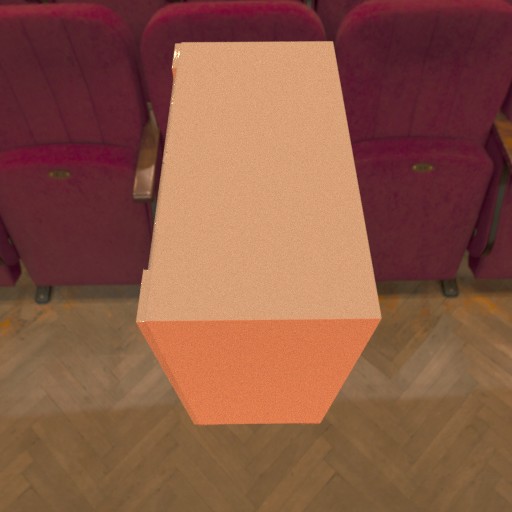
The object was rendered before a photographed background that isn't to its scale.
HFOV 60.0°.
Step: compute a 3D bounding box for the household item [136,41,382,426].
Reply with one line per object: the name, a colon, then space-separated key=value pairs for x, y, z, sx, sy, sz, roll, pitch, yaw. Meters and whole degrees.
household item: x=0.000 y=0.000 z=1.336 sx=0.420 sy=0.870 sz=0.800 roll=-1 pitch=58 yaw=0
